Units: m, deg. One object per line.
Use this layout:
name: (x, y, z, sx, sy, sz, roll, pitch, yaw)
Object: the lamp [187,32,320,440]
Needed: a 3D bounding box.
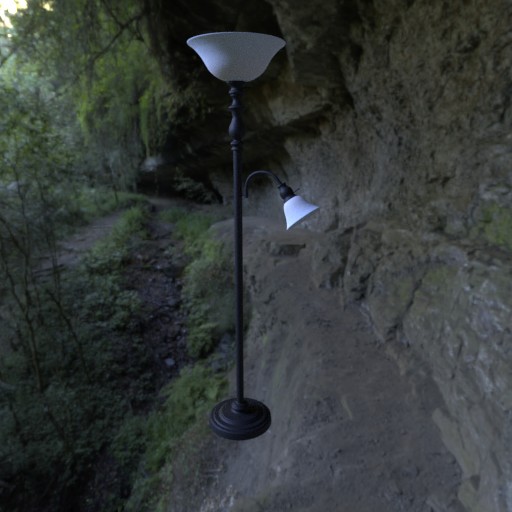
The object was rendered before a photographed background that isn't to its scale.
lamp: (0.000, 0.000, 2.018, 0.588, 1.793, 0.405, 8, 17, 27)
